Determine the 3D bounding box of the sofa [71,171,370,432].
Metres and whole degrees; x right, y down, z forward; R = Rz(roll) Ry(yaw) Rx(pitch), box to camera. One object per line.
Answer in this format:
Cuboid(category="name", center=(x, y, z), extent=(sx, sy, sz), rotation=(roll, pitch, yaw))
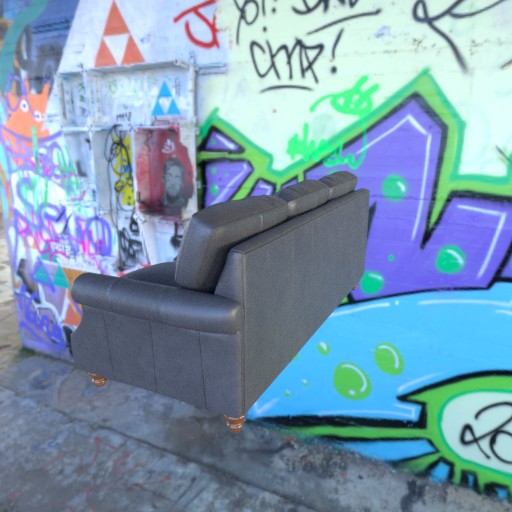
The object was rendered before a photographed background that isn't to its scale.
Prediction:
Cuboid(category="sofa", center=(0.000, 0.000, 2.886), extent=(0.974, 0.977, 2.387), rotation=(8, 17, 25))
